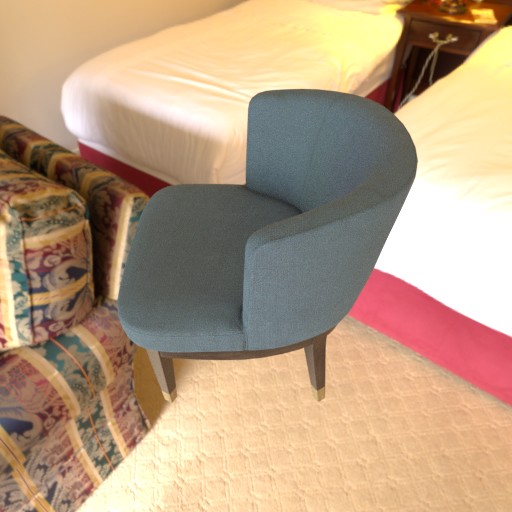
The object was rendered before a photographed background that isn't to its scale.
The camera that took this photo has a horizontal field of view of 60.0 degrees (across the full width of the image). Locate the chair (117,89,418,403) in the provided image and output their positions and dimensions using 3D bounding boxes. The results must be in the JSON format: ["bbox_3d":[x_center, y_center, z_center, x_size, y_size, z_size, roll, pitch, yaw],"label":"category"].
[{"bbox_3d":[0.000,0.000,1.256,0.702,0.760,0.661,0,43,0],"label":"chair"}]
